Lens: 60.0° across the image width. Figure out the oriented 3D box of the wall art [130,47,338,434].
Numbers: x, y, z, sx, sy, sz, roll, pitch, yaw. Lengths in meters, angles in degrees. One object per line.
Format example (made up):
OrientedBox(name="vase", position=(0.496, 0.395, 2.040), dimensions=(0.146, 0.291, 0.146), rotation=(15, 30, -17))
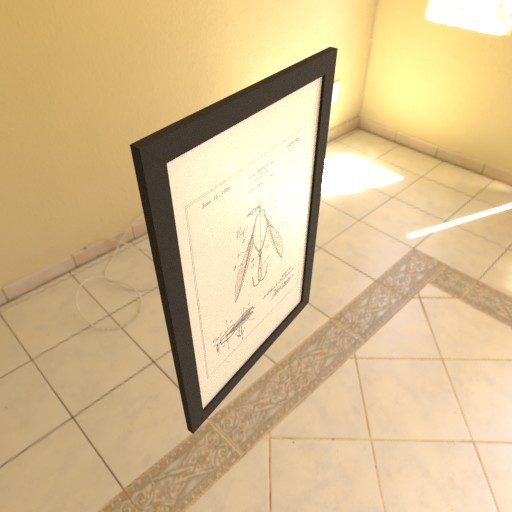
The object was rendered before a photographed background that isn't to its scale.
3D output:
OrientedBox(name="wall art", position=(0.000, 0.000, 0.701), dimensions=(0.013, 0.534, 0.380), rotation=(26, 47, 27))
